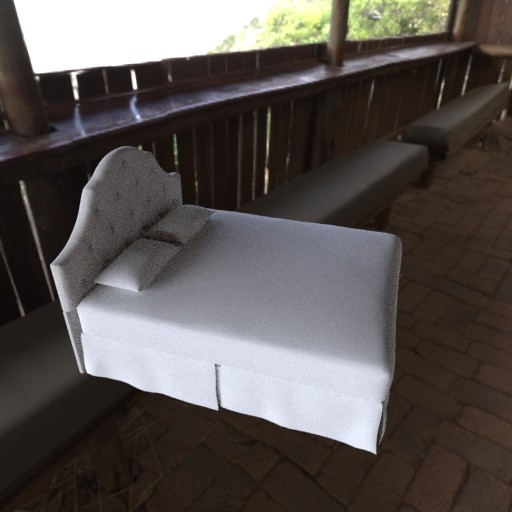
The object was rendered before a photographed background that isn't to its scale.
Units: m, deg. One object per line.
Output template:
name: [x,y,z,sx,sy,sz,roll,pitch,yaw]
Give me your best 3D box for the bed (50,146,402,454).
bed: [0.000,0.000,3.777,2.477,1.617,2.039,9,32,15]
